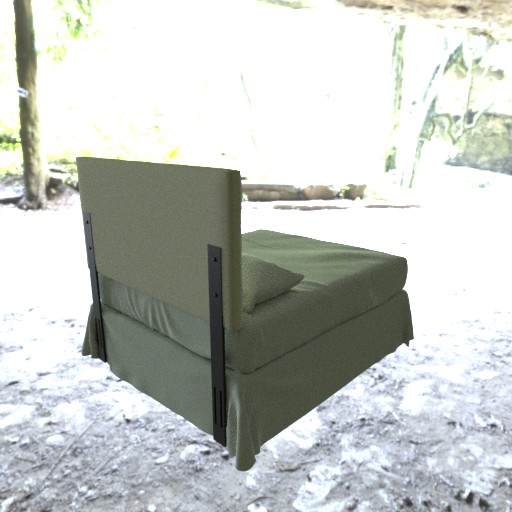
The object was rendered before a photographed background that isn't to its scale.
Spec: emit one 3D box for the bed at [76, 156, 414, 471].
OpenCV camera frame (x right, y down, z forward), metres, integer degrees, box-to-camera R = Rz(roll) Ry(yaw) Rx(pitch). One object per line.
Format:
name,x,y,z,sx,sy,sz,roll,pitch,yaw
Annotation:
bed,0.000,0.000,3.537,1.936,1.577,2.222,15,21,42
